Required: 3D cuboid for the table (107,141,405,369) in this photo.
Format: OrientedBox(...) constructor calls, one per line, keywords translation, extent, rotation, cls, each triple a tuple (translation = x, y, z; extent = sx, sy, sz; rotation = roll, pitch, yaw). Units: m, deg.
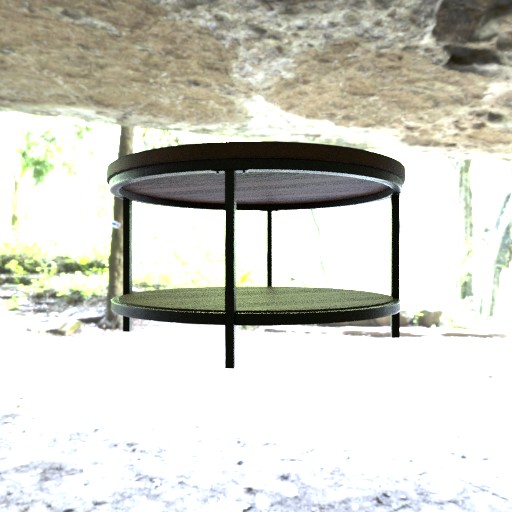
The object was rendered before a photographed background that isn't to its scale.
OrientedBox(translation=(0.000, 0.000, 1.311), extent=(0.837, 0.462, 0.837), rotation=(0, 0, 0), cls="table")
